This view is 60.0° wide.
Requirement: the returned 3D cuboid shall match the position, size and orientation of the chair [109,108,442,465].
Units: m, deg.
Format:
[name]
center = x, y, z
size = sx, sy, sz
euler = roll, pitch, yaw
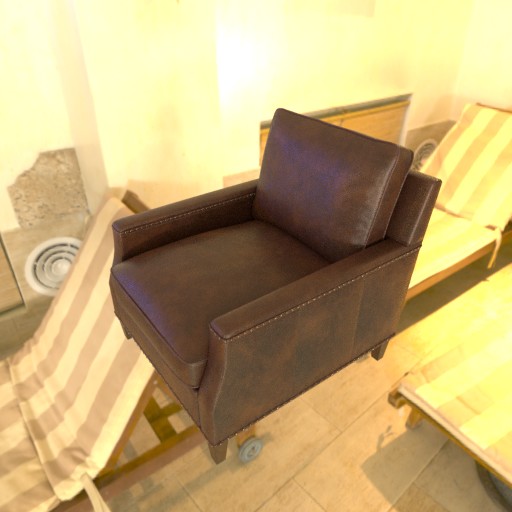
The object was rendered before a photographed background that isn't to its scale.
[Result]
[chair]
center = 0.000, 0.000, 1.756
size = 1.014, 0.929, 0.853
euler = -21, 38, -30
